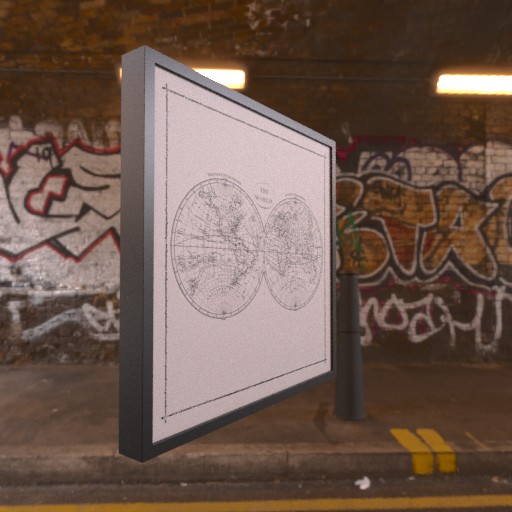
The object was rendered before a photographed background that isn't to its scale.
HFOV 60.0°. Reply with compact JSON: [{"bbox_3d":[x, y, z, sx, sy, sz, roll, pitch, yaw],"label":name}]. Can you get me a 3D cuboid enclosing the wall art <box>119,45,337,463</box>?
[{"bbox_3d":[0.000,0.000,0.477,0.029,0.318,0.327,-1,-2,36],"label":"wall art"}]
